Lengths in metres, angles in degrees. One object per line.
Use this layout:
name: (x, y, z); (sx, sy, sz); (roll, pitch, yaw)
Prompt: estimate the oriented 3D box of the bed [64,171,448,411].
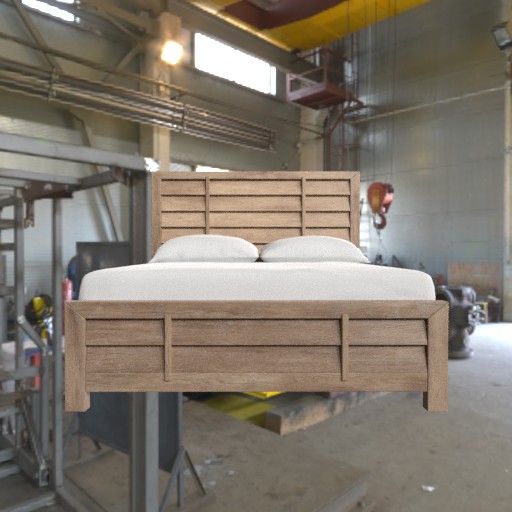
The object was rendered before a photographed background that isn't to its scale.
bed: (0.000, 0.000, 3.361); (2.032, 1.626, 2.062); (0, 1, 0)
